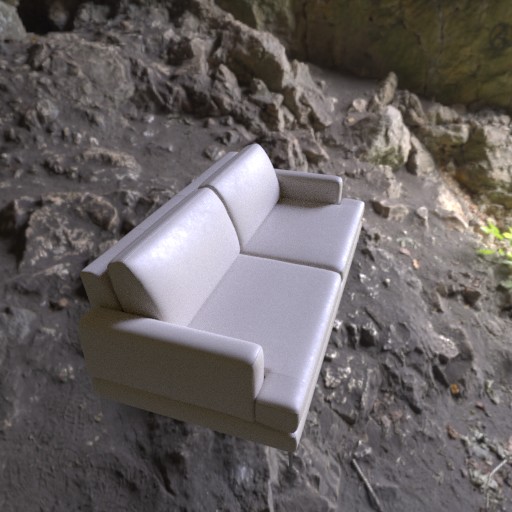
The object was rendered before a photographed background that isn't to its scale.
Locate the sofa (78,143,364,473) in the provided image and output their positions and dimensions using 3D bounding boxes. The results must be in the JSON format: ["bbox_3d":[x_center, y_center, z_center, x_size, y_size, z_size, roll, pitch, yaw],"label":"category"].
[{"bbox_3d":[0.000,0.000,2.456,0.974,0.765,1.940,10,32,16],"label":"sofa"}]
